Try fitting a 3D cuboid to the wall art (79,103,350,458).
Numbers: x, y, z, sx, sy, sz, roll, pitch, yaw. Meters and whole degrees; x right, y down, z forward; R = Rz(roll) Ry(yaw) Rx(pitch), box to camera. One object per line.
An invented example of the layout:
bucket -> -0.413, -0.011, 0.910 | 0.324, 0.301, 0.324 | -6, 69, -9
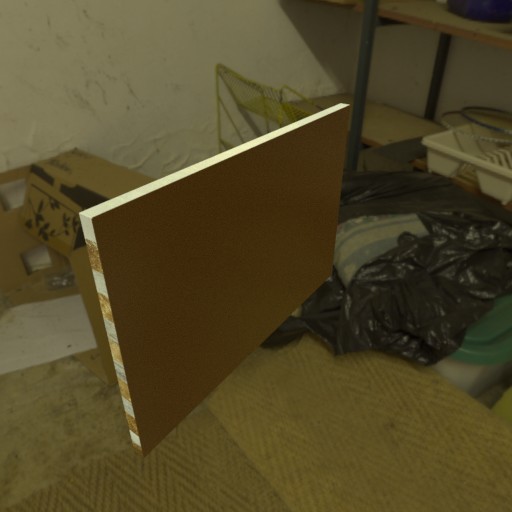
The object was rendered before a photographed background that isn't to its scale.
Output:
wall art -> 0.000, 0.000, 1.463 | 0.041, 0.762, 1.145 | 21, 37, 30
